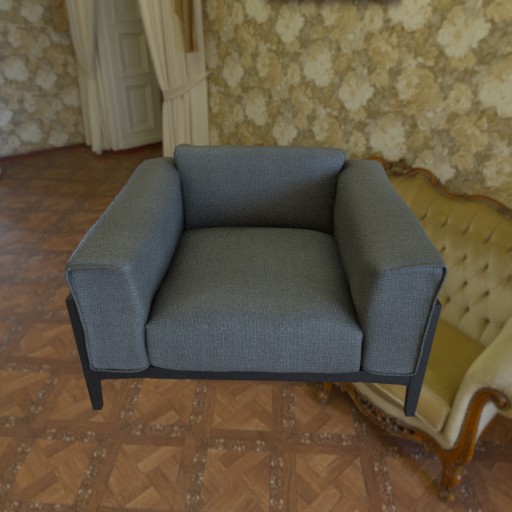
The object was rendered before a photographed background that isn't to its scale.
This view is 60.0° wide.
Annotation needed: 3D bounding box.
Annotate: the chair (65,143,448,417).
[{"bbox_3d":[0.000,0.000,1.664,1.056,0.646,0.969,1,29,1],"label":"chair"}]
